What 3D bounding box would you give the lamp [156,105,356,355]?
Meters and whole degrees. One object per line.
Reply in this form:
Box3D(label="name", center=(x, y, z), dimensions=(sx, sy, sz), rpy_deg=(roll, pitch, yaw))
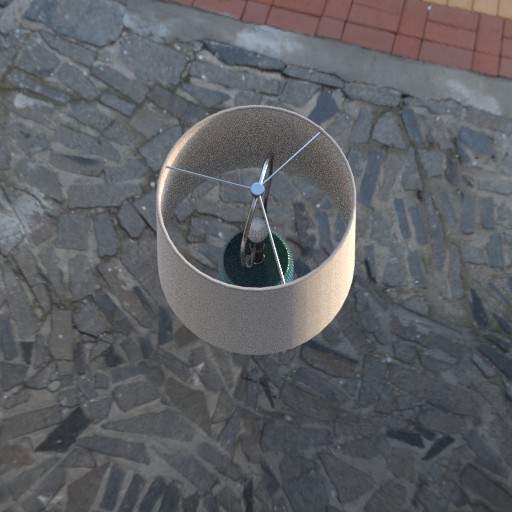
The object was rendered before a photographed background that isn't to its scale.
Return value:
Box3D(label="lamp", center=(0.000, 0.000, 0.809), dimensions=(0.355, 0.582, 0.355), rpy_deg=(0, 75, 0))
